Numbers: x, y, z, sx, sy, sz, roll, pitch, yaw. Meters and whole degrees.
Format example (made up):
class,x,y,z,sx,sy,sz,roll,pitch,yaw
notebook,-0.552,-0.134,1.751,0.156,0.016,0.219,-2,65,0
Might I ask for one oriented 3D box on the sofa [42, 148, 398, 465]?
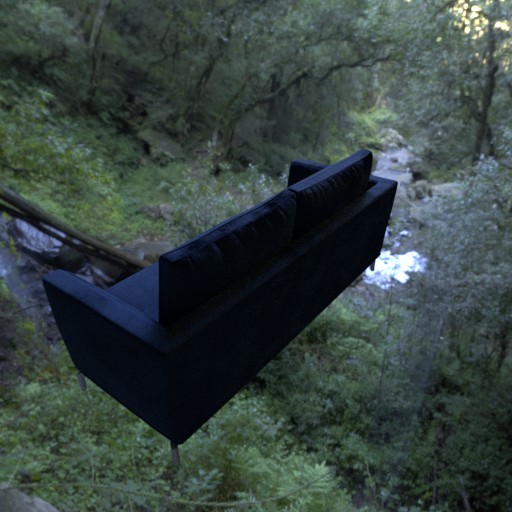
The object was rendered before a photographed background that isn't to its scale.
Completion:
class,x,y,z,sx,sy,sz,roll,pitch,yaw
sofa,0.000,0.000,2.713,0.853,0.998,2.212,21,37,32
